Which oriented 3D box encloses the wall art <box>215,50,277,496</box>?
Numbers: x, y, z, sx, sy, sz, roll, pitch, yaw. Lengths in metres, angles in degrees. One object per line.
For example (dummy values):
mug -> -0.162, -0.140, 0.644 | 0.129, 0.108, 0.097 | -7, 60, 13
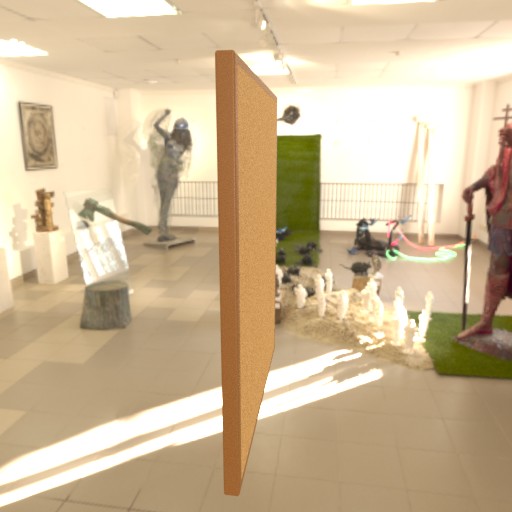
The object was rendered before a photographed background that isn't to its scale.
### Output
wall art -> 0.000, 0.000, 0.511 | 0.015, 0.379, 0.310 | 2, 14, 8
